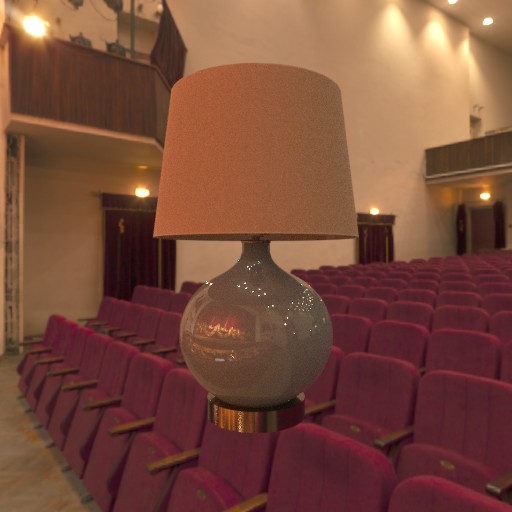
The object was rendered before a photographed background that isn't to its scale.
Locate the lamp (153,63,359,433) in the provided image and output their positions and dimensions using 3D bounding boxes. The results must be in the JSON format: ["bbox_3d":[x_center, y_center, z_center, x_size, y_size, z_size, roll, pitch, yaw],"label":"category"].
[{"bbox_3d":[0.000,0.000,0.544,0.247,0.387,0.247,0,0,0],"label":"lamp"}]
